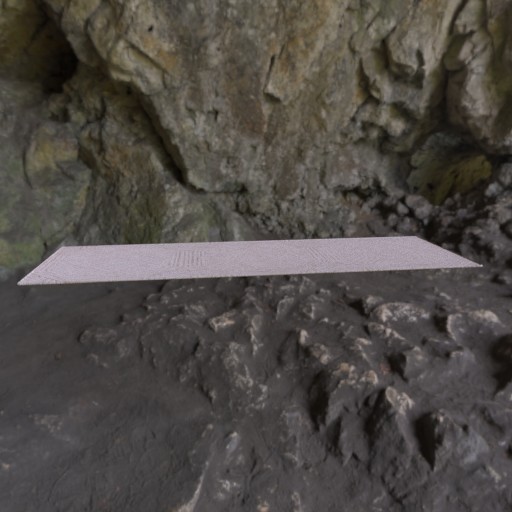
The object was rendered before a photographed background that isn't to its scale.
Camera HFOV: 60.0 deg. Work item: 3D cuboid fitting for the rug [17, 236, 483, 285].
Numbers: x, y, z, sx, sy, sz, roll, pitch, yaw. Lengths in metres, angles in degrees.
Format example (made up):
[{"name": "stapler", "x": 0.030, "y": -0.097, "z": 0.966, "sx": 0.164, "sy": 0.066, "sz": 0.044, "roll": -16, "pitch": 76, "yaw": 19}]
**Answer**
[{"name": "rug", "x": 0.000, "y": 0.000, "z": 2.680, "sx": 2.452, "sy": 0.012, "sz": 0.775, "roll": -2, "pitch": 15, "yaw": -7}]
